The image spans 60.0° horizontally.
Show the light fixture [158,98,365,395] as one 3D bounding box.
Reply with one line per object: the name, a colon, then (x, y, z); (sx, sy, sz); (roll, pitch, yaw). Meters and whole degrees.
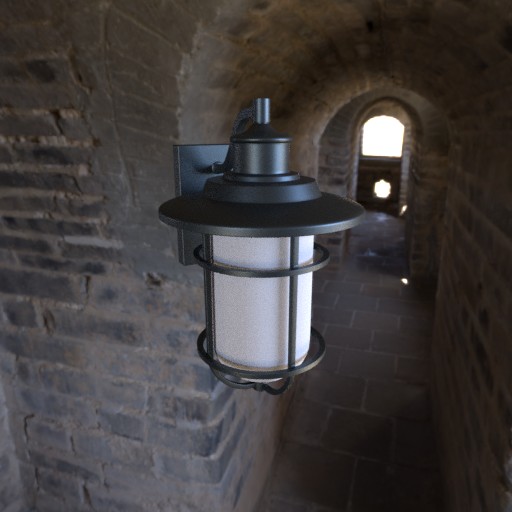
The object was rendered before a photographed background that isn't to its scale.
light fixture: (0.000, 0.000, 0.517); (0.222, 0.345, 0.252); (-9, 18, -27)
